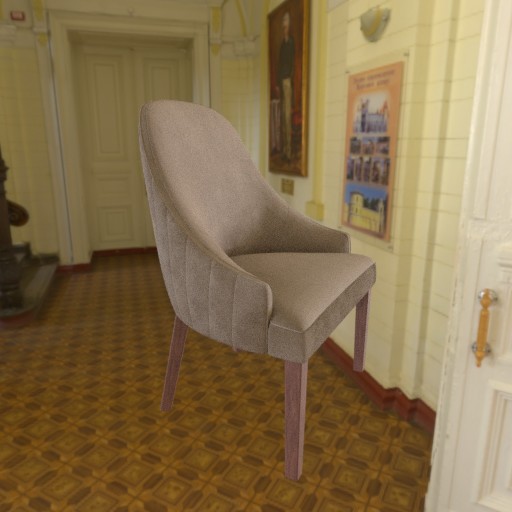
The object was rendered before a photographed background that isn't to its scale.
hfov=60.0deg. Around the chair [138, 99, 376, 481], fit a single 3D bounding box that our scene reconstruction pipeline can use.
[{"bbox_3d":[0.000,0.000,1.305,0.575,0.889,0.643,8,17,27],"label":"chair"}]
